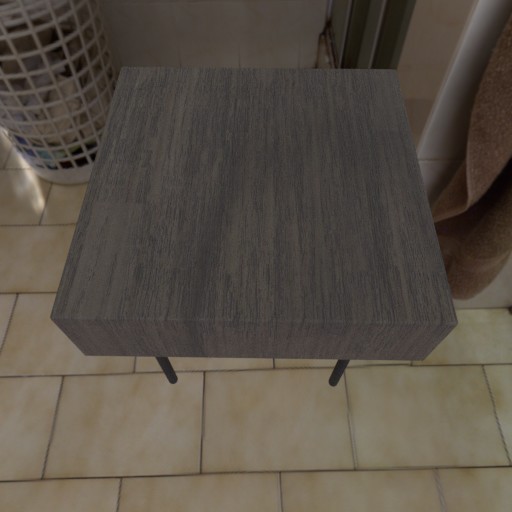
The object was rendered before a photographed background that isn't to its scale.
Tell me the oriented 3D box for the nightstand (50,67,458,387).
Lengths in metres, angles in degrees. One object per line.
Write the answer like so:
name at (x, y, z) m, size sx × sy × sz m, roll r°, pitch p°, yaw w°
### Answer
nightstand at (0.000, 0.000, 0.885) m, size 0.503 × 0.497 × 0.502 m, roll 1°, pitch 58°, yaw 0°
